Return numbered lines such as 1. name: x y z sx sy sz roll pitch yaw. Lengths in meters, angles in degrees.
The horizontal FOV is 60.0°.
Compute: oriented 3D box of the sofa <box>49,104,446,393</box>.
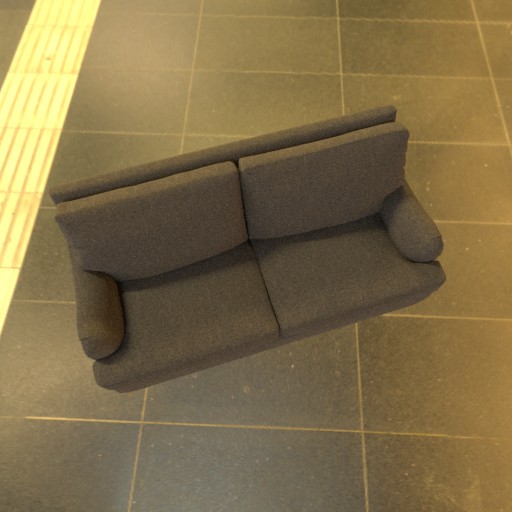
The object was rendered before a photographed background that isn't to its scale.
1. sofa: 0.000 0.000 2.768 2.160 1.054 1.087 -16 65 -7
